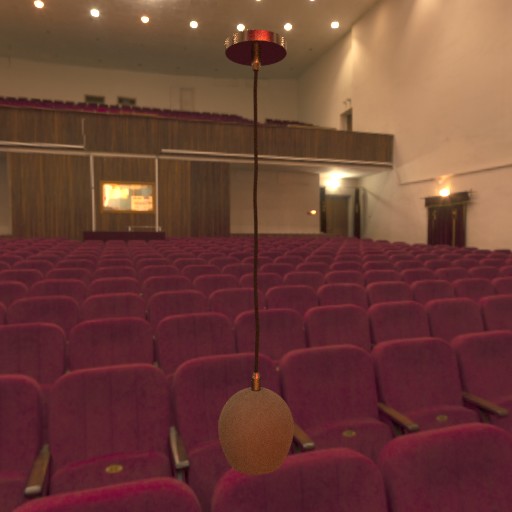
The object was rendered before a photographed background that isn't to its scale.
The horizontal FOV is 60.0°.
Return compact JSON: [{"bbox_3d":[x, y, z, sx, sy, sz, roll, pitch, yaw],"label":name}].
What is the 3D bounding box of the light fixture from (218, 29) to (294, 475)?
[{"bbox_3d":[0.000,0.000,0.811,0.139,0.764,0.139,-1,2,-17],"label":"light fixture"}]
